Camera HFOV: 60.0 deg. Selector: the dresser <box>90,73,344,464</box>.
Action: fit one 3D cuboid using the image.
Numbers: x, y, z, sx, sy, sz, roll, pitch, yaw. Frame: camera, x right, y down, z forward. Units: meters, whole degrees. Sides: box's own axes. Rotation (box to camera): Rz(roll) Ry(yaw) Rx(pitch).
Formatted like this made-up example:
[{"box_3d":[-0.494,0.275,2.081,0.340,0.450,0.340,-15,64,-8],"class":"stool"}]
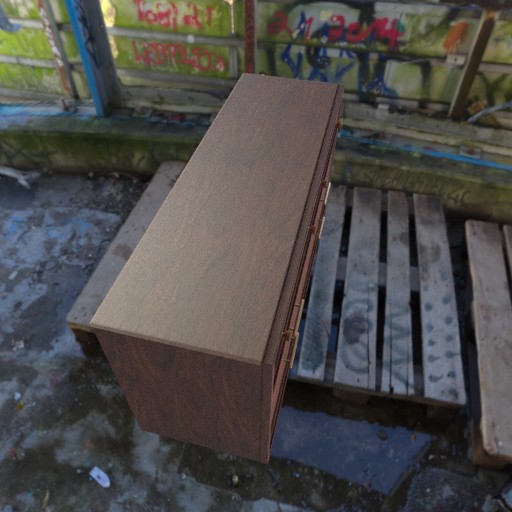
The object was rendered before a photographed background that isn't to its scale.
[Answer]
[{"box_3d":[0.000,0.000,1.900,0.500,0.889,1.472,11,48,10],"class":"dresser"}]
